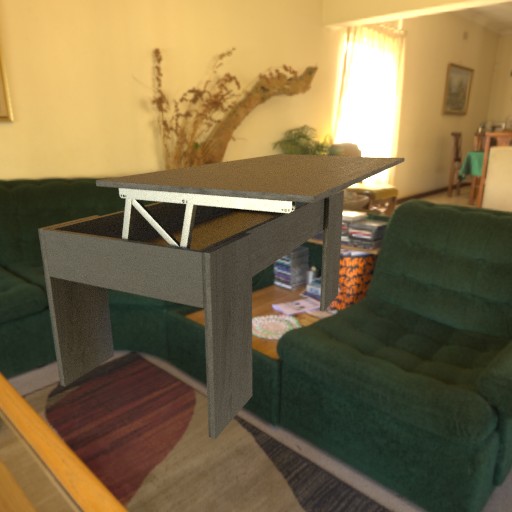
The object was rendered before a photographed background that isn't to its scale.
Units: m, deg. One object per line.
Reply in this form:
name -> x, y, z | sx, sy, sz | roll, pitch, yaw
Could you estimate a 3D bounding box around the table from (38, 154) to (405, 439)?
table -> 0.000, 0.000, 1.409 | 0.711, 0.570, 1.000 | 8, 18, 25
